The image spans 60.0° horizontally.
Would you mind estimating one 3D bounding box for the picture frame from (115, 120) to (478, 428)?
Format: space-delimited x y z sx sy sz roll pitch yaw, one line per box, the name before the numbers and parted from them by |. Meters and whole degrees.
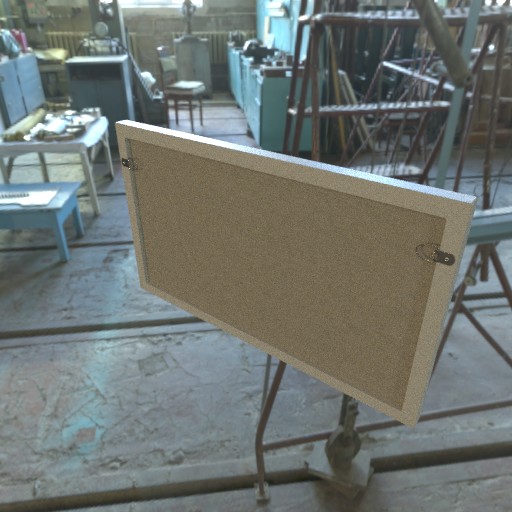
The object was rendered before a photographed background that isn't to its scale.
picture frame | 0.000 0.000 0.779 0.647 0.379 0.044 21 36 32
